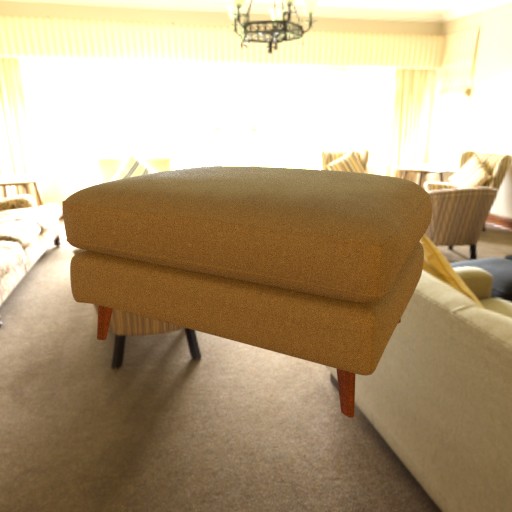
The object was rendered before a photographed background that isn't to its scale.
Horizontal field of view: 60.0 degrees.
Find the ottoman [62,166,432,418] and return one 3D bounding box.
[{"bbox_3d":[0.000,0.000,1.188,0.811,0.449,0.608,9,20,27],"label":"ottoman"}]
